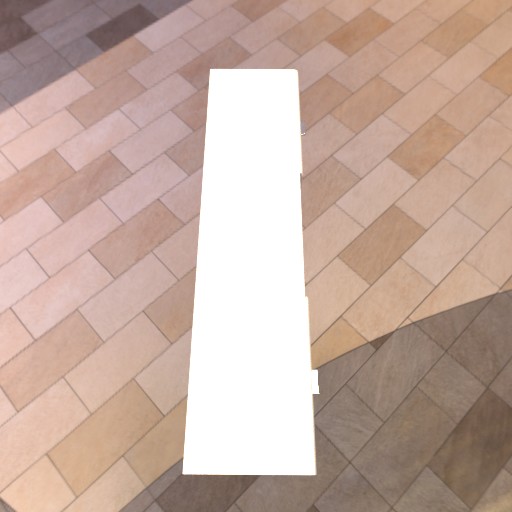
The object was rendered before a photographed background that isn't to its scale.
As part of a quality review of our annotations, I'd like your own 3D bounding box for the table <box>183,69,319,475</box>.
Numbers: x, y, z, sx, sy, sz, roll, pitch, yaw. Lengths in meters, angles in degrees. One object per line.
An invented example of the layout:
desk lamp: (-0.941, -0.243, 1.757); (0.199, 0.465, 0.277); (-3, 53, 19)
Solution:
table: (0.000, 0.000, 1.764); (0.400, 0.440, 1.550); (0, 65, 0)
